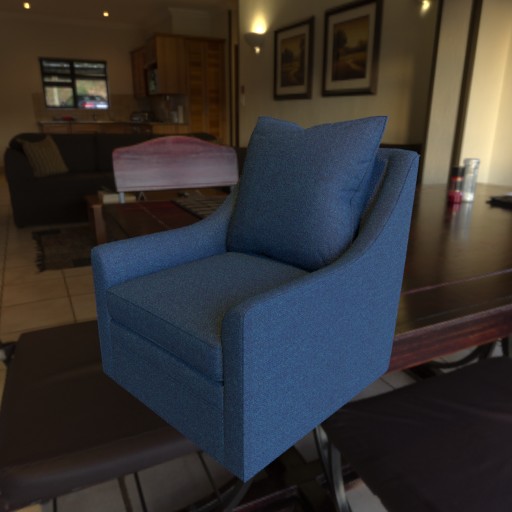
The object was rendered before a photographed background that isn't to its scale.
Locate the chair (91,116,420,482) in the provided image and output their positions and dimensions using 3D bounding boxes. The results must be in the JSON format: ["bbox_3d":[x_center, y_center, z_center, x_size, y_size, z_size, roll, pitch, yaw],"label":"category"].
[{"bbox_3d":[0.000,0.000,1.557,0.750,0.939,0.870,16,24,42],"label":"chair"}]
